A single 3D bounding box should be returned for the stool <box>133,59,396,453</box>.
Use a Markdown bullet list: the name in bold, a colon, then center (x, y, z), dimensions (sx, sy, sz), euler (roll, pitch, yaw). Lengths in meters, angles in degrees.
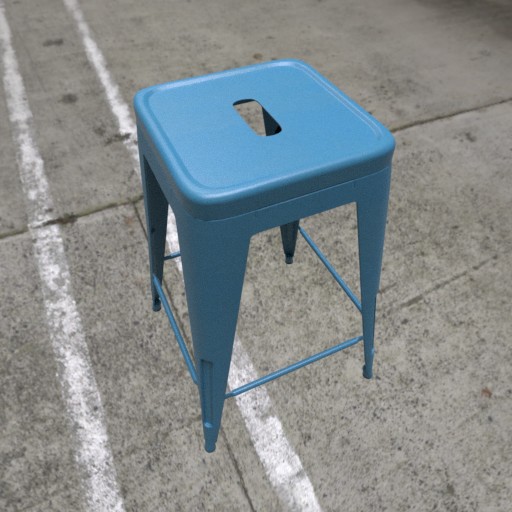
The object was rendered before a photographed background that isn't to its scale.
- **stool**: center (0.000, 0.000, 0.864), dimensions (0.410, 0.608, 0.410), euler (-19, 50, -17)
